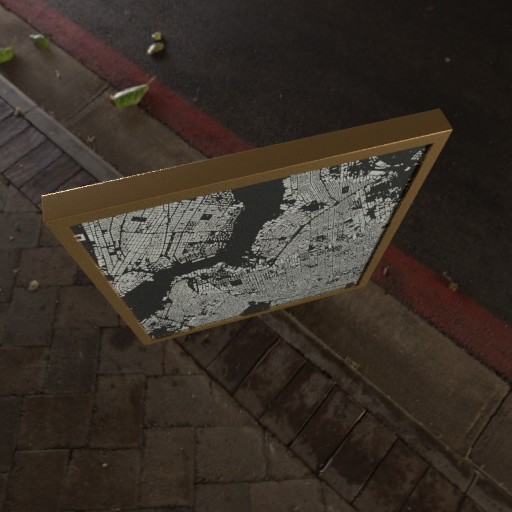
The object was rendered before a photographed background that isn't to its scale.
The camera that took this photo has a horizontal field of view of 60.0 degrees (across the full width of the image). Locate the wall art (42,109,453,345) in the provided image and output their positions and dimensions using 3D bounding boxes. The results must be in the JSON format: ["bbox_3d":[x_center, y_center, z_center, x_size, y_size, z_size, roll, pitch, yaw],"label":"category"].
[{"bbox_3d":[0.000,0.000,0.459,0.305,0.305,0.023,-14,64,-7],"label":"wall art"}]
